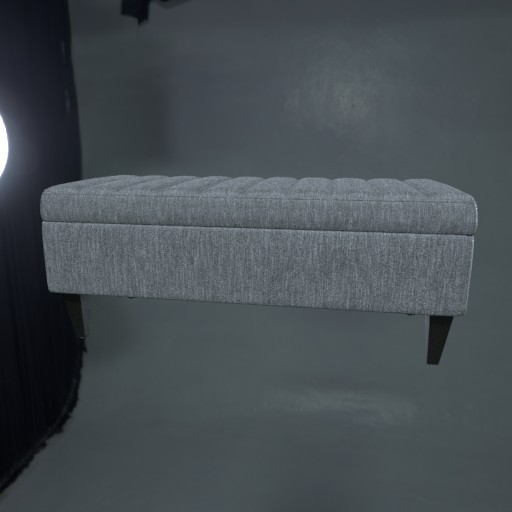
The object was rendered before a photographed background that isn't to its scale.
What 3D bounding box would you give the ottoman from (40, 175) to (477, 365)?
[{"bbox_3d":[0.000,0.000,1.397,1.151,0.469,0.482,2,15,9],"label":"ottoman"}]
